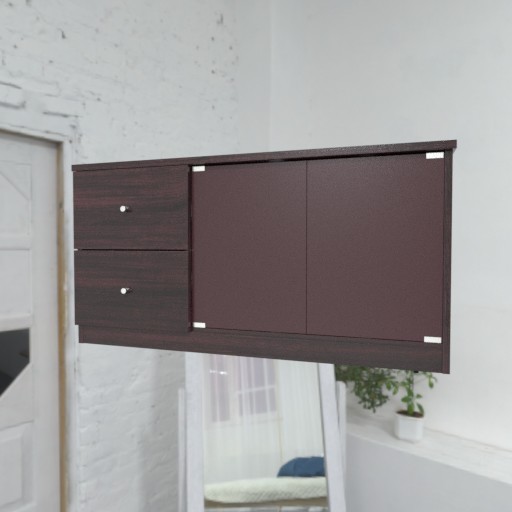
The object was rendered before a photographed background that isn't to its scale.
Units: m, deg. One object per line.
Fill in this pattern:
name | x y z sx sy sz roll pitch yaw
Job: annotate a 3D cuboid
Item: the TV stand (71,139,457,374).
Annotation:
TV stand | 0.000 0.000 1.492 1.192 0.614 0.404 1 2 18
